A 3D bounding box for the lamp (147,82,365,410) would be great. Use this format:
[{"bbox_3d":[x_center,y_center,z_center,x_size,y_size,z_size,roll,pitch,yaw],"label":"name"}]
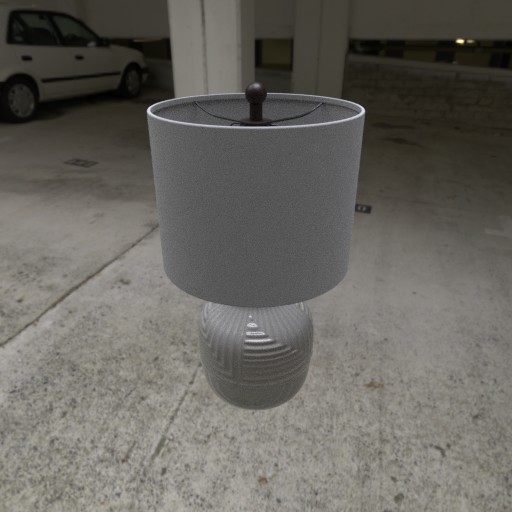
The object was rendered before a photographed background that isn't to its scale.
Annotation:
[{"bbox_3d":[0.000,0.000,0.773,0.318,0.567,0.318,0,27,0],"label":"lamp"}]
